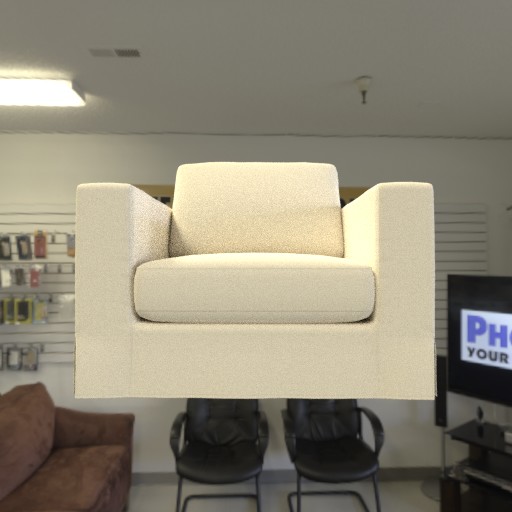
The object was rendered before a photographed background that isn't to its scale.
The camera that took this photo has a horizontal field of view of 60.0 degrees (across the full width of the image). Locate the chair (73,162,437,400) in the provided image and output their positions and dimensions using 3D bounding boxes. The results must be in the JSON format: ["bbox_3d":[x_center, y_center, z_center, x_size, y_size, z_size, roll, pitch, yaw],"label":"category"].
[{"bbox_3d":[0.000,0.000,1.817,1.150,0.878,0.957,0,-1,1],"label":"chair"}]
